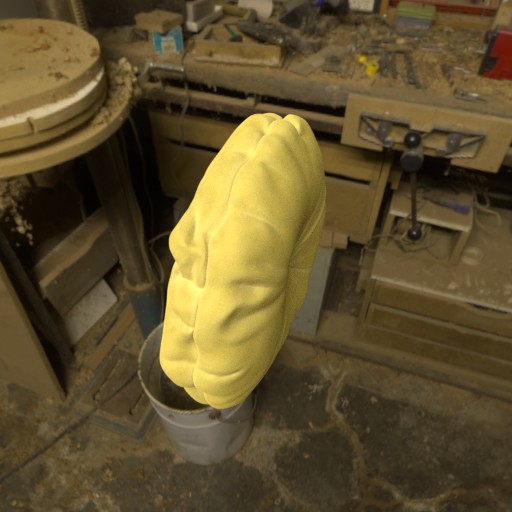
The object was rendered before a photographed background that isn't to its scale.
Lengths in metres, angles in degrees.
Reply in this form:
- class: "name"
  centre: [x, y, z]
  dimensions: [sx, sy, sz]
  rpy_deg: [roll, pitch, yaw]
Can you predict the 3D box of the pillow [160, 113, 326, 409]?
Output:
- class: "pillow"
  centre: [0.000, 0.000, 0.660]
  dimensions: [0.148, 0.407, 0.428]
  rpy_deg: [15, 48, 14]
